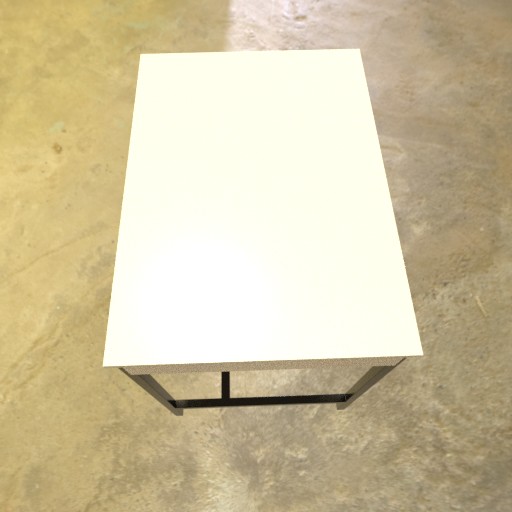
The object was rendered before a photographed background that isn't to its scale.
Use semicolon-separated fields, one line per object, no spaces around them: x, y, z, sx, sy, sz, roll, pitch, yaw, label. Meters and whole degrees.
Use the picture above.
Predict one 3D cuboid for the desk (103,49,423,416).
0.000;0.000;1.316;0.573;0.766;0.811;-2;63;-1;desk
